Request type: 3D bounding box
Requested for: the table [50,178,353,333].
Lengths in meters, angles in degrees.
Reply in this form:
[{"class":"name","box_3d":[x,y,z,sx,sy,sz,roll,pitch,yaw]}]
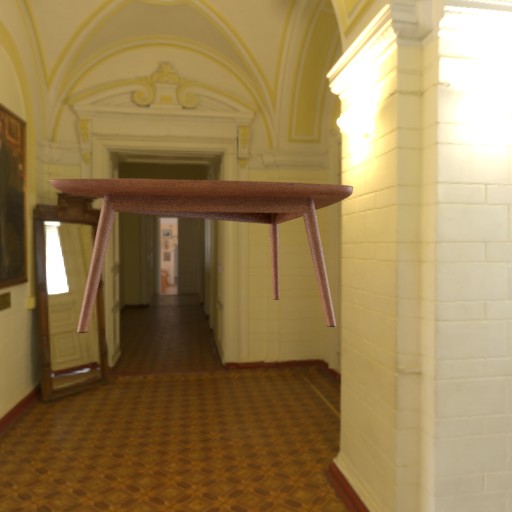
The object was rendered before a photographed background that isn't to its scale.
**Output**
[{"class":"table","box_3d":[0.000,0.000,1.306,0.601,0.365,1.008,1,1,36]}]
